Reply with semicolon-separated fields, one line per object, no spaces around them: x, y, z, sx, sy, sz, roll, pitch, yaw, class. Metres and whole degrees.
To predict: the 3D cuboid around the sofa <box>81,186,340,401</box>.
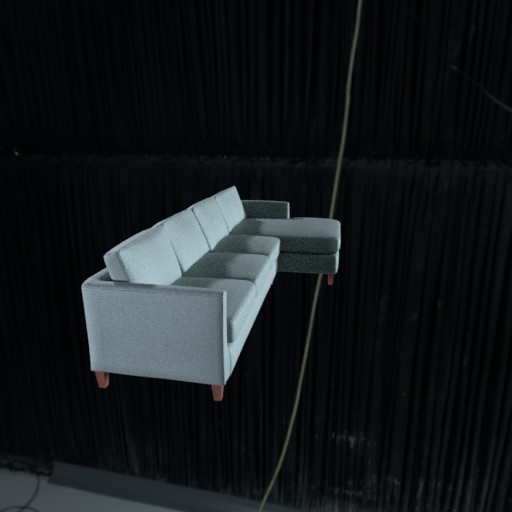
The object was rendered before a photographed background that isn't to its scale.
0.000;0.000;4.279;1.604;0.950;3.471;3;16;10;sofa
